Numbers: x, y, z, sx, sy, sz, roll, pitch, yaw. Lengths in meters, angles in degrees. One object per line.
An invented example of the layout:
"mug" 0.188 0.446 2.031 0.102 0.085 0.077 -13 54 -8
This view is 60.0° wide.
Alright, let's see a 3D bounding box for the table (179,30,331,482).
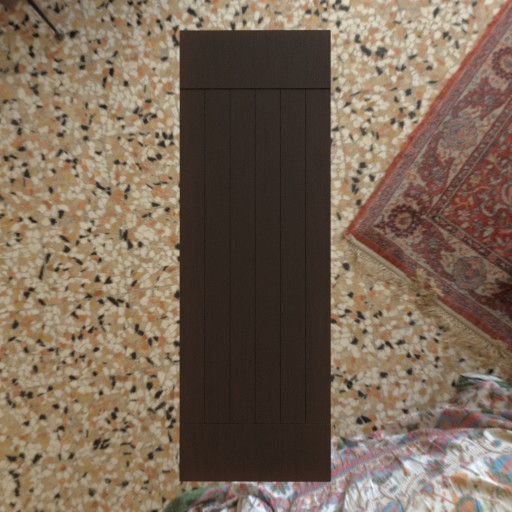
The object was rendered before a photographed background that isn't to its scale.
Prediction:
"table" 0.000 0.000 1.426 0.373 0.768 1.062 0 90 0
